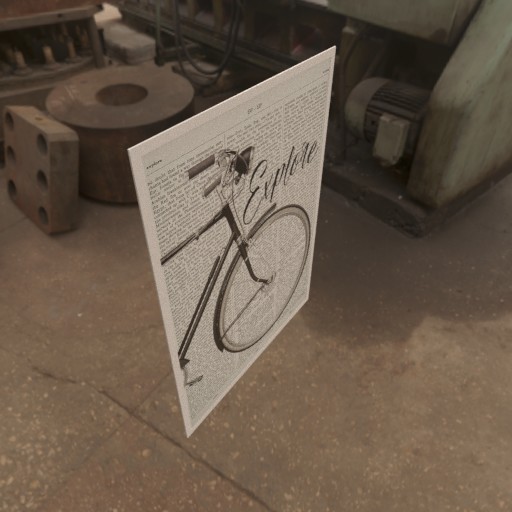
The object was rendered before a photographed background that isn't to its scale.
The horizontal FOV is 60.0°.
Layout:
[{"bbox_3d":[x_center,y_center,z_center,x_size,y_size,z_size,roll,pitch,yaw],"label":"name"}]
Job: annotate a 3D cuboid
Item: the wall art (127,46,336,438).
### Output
[{"bbox_3d":[0.000,0.000,0.801,0.003,0.610,0.457,25,47,26],"label":"wall art"}]
